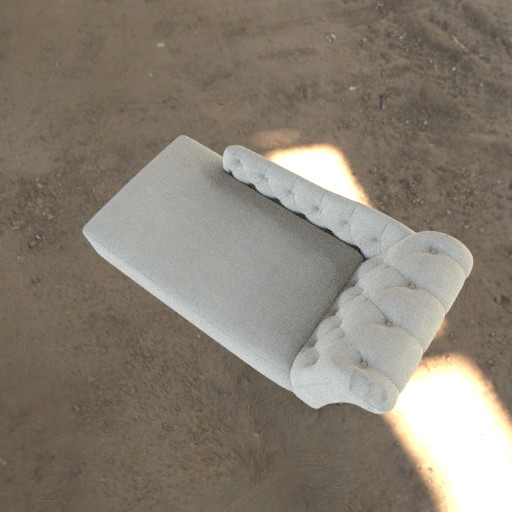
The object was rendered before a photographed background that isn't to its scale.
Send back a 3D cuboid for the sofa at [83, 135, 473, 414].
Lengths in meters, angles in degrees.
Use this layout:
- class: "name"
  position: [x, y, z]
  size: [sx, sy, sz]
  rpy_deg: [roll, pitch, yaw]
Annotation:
- class: "sofa"
  position: [0.000, 0.000, 1.811]
  size: [1.379, 0.787, 0.675]
  rpy_deg: [33, 68, 16]
